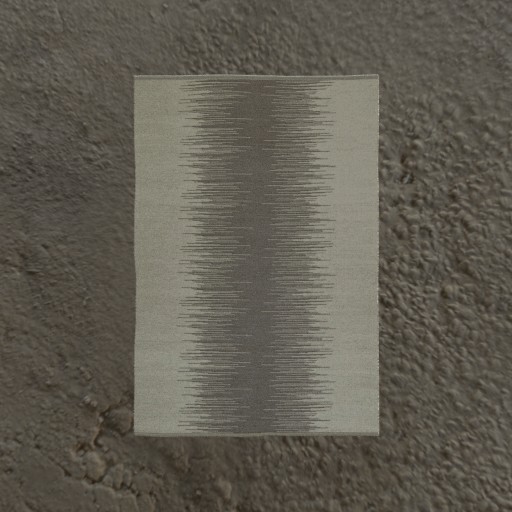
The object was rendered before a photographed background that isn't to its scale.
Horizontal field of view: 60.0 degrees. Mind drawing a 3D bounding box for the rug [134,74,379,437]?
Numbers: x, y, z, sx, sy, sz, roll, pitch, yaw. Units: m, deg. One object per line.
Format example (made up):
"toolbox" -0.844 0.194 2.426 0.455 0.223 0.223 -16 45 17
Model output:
"rug" 0.000 0.000 2.218 1.226 0.007 1.815 0 90 1
